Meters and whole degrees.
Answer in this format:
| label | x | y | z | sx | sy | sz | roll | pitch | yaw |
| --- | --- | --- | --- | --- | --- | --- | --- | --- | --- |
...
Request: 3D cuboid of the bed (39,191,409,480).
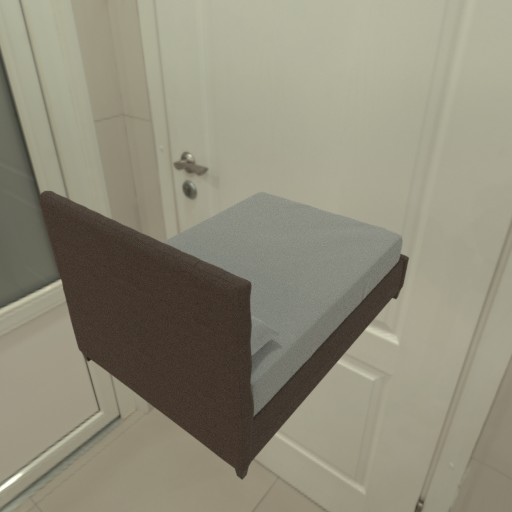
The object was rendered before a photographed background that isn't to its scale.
| label | x | y | z | sx | sy | sz | roll | pitch | yaw |
| --- | --- | --- | --- | --- | --- | --- | --- | --- | --- |
| bed | 0.000 | 0.000 | 3.510 | 1.698 | 1.427 | 2.387 | 22 | 38 | 32 |
